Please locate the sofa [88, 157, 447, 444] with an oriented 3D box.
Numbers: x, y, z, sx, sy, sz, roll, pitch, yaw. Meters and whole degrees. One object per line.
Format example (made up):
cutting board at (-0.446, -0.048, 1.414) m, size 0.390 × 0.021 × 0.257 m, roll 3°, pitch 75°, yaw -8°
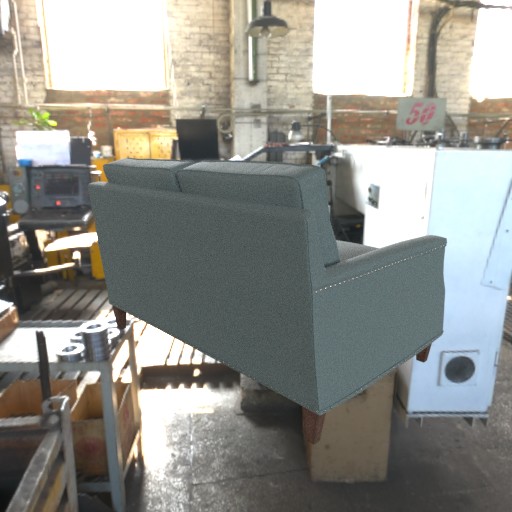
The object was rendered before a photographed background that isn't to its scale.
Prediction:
sofa at (0.000, 0.000, 2.294) m, size 1.084 × 1.003 × 1.597 m, roll -14°, pitch 20°, yaw -43°
